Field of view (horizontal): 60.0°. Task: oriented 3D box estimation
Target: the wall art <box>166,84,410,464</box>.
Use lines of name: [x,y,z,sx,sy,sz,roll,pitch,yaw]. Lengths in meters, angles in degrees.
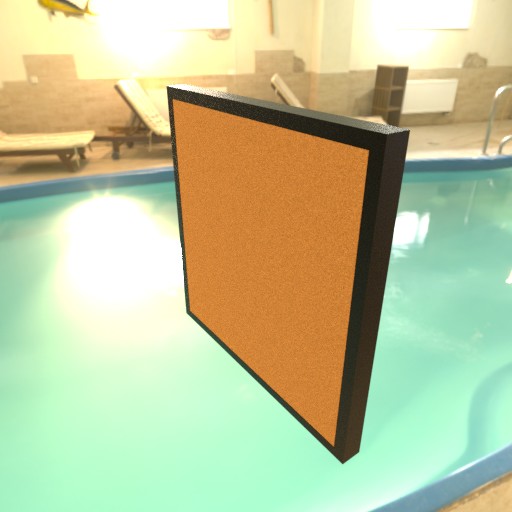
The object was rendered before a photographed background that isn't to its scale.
wall art: [0.000,0.000,0.762,0.038,0.506,0.506,-19,33,-32]
